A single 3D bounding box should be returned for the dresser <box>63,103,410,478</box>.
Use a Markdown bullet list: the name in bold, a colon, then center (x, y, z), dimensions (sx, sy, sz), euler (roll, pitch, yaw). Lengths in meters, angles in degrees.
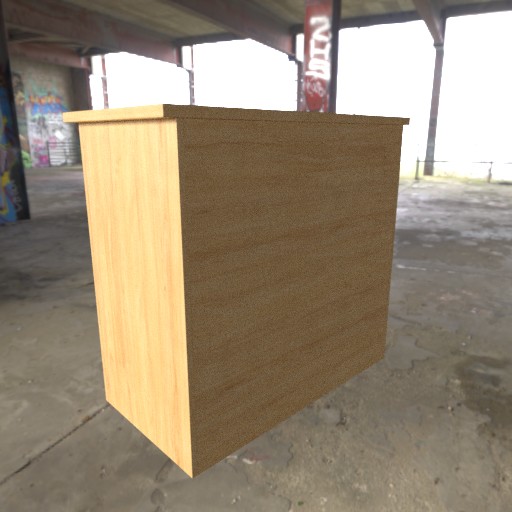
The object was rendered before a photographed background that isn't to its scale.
- **dresser**: center (0.000, 0.000, 1.205), dimensions (0.800, 0.730, 0.410), euler (-14, 21, -42)
